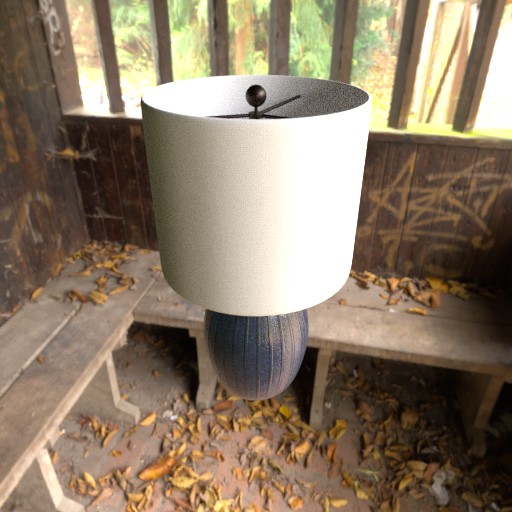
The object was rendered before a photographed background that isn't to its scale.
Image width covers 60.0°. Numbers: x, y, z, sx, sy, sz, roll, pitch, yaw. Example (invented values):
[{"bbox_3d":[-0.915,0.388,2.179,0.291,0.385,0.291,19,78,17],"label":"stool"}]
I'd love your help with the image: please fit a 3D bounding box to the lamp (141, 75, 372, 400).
[{"bbox_3d":[0.000,0.000,0.781,0.329,0.570,0.329,-8,32,-14],"label":"lamp"}]
